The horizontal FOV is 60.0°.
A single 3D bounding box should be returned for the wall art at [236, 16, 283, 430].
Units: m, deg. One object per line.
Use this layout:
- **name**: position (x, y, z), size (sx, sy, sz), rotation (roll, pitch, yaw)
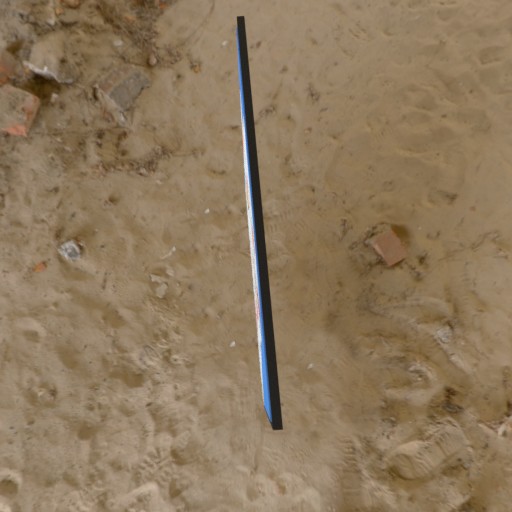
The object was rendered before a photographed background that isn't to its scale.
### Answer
- **wall art**: position (0.000, 0.000, 0.984), size (0.015, 0.663, 0.664), rotation (-5, 74, -1)
